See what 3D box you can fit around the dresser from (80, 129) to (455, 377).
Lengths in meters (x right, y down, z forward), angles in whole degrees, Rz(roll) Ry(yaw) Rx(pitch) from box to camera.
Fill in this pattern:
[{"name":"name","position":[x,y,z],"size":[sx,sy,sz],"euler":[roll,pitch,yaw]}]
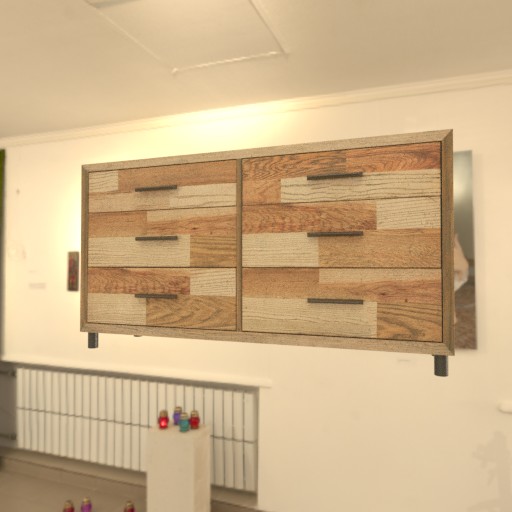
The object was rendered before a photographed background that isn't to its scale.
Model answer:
[{"name":"dresser","position":[0.000,0.000,1.924],"size":[1.547,0.834,0.487],"euler":[0,-1,20]}]
